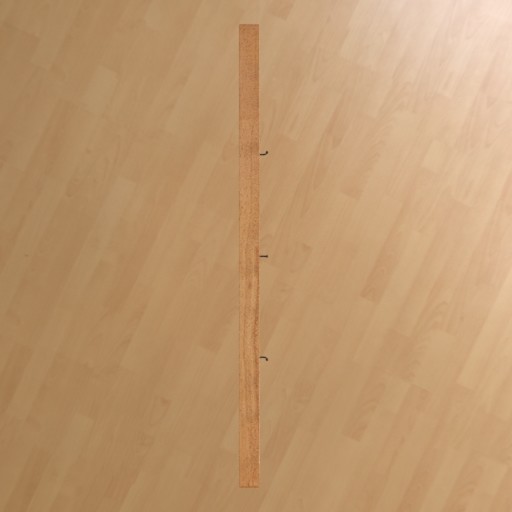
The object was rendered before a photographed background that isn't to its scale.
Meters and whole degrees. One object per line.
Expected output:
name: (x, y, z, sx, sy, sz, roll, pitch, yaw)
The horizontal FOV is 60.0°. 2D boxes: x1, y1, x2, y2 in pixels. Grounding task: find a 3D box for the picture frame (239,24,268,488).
picture frame: (0.000, 0.000, 0.674, 0.045, 0.234, 0.582, 0, 90, -1)
